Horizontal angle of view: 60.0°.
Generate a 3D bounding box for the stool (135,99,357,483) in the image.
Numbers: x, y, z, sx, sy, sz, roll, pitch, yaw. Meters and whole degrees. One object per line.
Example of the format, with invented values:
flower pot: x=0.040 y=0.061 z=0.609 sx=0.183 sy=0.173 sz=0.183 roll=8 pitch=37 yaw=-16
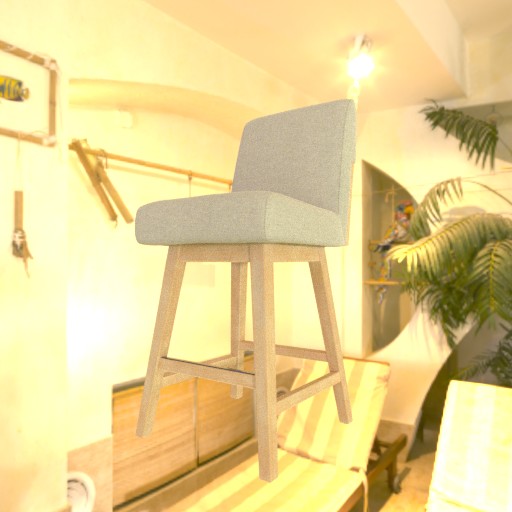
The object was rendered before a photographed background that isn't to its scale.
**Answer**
stool: x=0.000 y=0.000 z=1.418 sx=0.507 sy=1.085 sz=0.606 roll=0 pitch=-1 yaw=35
